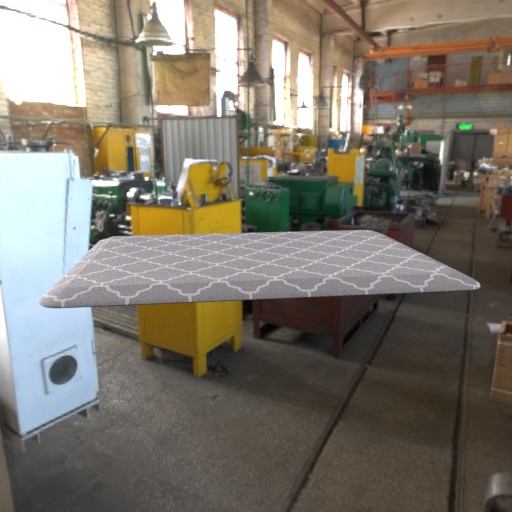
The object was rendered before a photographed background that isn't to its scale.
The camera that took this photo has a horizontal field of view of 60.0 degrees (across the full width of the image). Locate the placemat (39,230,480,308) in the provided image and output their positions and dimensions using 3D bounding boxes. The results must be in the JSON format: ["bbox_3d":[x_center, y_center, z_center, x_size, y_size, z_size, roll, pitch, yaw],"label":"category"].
[{"bbox_3d":[0.000,0.000,0.973,0.762,0.021,0.508,-2,14,-7],"label":"placemat"}]
